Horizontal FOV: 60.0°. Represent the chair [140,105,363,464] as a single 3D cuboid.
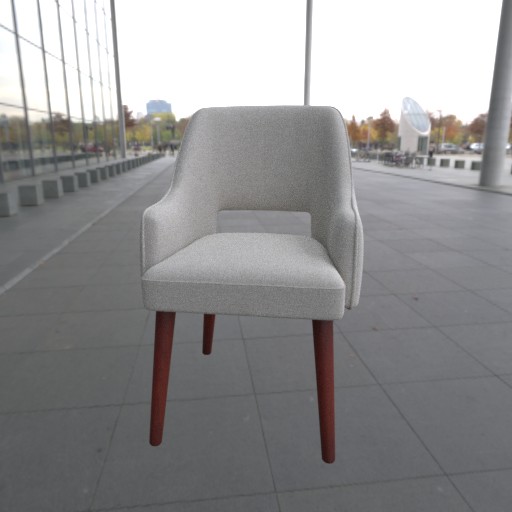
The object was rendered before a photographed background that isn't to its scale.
[{"bbox_3d":[0.000,0.000,1.236,0.560,0.840,0.580,2,14,8],"label":"chair"}]
